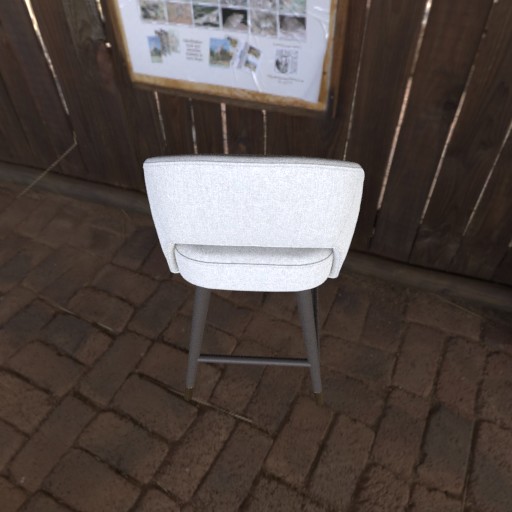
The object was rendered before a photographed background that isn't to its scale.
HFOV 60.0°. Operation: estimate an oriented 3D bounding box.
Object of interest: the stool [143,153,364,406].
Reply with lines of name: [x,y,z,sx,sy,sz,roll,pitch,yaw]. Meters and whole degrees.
stool: [0.000,0.000,1.245,0.494,0.940,0.509,2,45,2]
